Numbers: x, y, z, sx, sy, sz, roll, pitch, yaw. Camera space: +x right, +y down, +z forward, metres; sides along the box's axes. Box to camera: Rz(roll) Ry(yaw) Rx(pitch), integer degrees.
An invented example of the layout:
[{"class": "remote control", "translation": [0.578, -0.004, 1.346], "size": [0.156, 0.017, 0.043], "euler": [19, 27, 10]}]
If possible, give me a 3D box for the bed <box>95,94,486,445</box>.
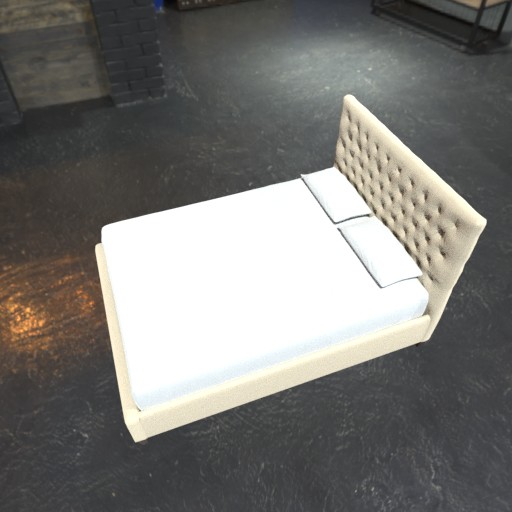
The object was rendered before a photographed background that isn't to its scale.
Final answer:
[{"class": "bed", "translation": [0.000, 0.000, 3.407], "size": [2.387, 1.427, 1.698], "euler": [-15, 49, -14]}]
